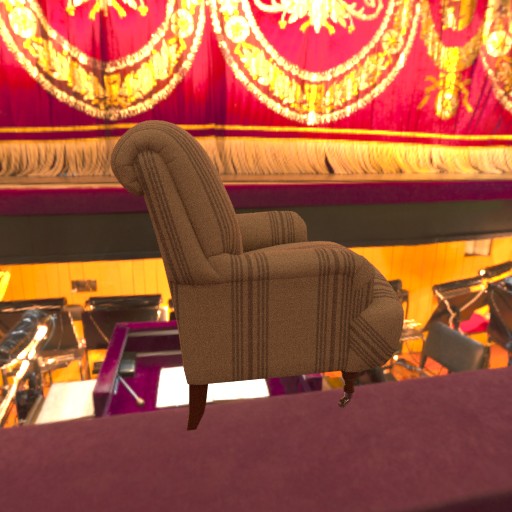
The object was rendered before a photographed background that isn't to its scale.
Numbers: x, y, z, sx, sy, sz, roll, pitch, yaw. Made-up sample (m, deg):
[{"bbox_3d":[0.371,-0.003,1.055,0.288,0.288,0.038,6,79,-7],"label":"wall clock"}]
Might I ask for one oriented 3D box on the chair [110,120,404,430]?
[{"bbox_3d":[0.000,0.000,1.626,0.914,0.940,0.813,-3,15,-11],"label":"chair"}]
